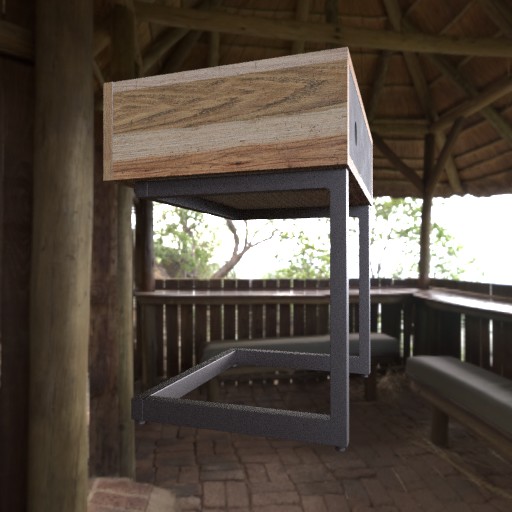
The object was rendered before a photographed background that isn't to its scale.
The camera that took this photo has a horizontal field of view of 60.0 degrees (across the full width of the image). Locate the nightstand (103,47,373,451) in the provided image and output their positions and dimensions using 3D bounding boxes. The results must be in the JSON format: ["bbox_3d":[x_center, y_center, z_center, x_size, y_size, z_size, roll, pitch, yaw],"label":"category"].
[{"bbox_3d":[0.000,0.000,1.012,0.481,0.632,0.558,0,-1,18],"label":"nightstand"}]
